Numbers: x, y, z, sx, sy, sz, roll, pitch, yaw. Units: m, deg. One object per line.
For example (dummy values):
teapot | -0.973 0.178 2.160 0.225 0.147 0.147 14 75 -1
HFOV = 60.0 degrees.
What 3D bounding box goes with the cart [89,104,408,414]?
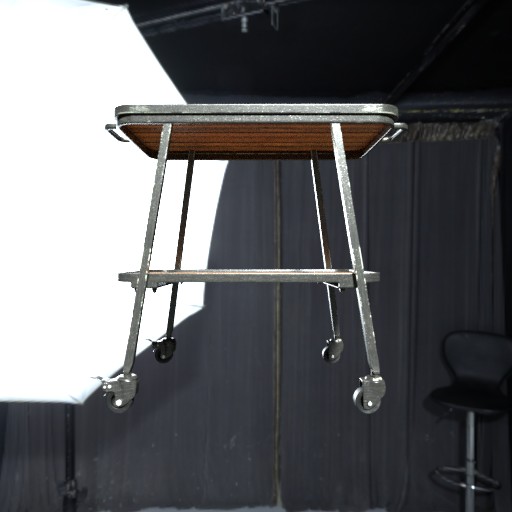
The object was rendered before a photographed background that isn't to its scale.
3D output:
cart | 0.000 0.000 1.225 0.806 0.700 0.515 0 0 0
